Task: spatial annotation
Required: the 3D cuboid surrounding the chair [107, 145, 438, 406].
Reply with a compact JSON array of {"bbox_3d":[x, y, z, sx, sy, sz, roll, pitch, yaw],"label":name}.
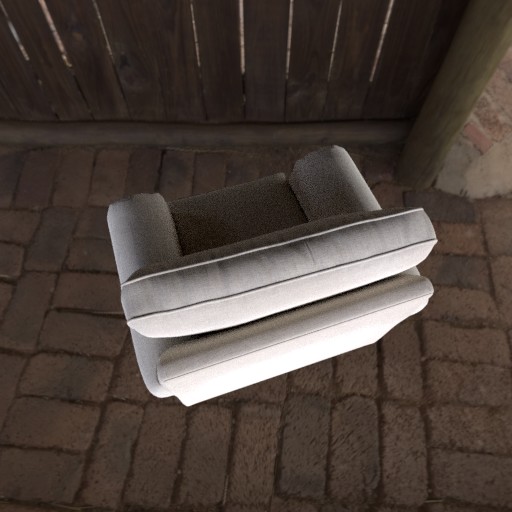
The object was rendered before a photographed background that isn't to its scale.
[{"bbox_3d":[0.000,0.000,1.850,1.092,0.961,0.965,-16,61,-9],"label":"chair"}]
